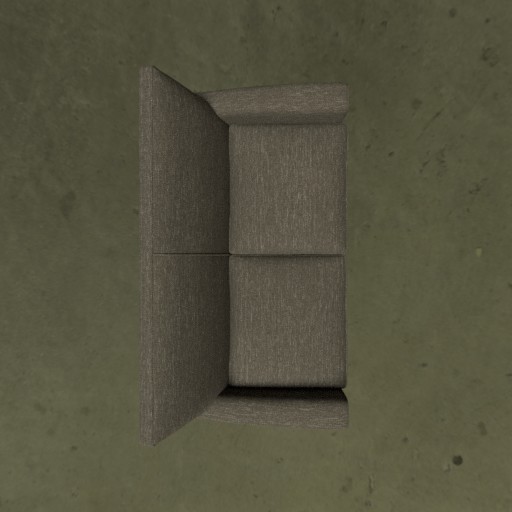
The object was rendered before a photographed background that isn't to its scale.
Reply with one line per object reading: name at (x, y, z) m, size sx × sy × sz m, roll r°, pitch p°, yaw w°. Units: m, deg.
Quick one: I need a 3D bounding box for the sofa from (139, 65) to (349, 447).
sofa at (0.000, 0.000, 2.097) m, size 0.867 × 0.905 × 1.509 m, roll 0°, pitch 90°, yaw 1°
